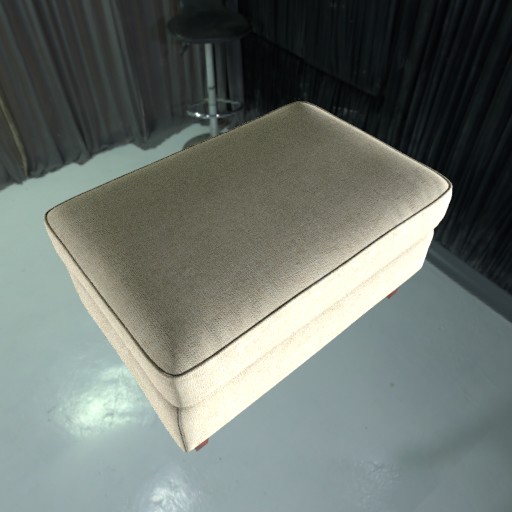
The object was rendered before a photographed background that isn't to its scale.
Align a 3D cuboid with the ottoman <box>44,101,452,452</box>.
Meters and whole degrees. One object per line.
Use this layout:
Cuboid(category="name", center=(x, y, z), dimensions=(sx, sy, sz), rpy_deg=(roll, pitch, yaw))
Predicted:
Cuboid(category="ottoman", center=(0.000, 0.000, 1.213), dimensions=(0.862, 0.484, 0.583), rpy_deg=(-31, 54, -26))
